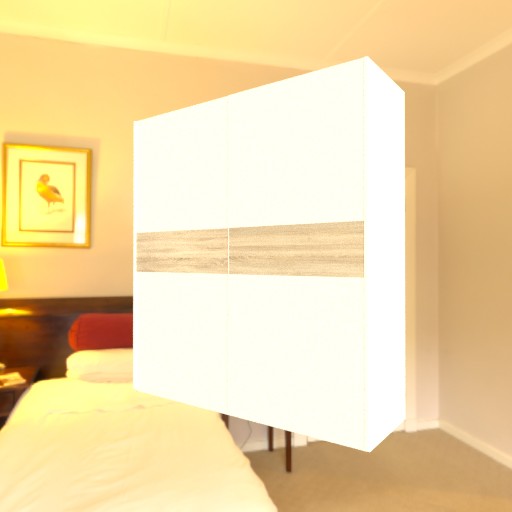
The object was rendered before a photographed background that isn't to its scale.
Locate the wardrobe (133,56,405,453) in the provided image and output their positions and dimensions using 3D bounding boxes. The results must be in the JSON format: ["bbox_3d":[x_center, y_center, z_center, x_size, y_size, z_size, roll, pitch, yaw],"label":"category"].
[{"bbox_3d":[0.000,0.000,3.025,1.830,2.020,0.600,0,-1,36],"label":"wardrobe"}]
